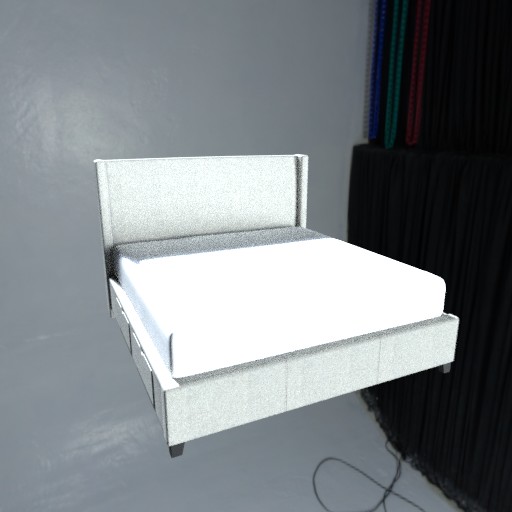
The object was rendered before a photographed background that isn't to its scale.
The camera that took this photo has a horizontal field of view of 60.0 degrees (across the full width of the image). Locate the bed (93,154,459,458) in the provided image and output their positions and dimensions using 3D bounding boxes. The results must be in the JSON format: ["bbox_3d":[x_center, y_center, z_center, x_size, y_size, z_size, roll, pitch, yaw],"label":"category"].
[{"bbox_3d":[0.000,0.000,3.613,2.140,1.470,2.280,-7,17,-24],"label":"bed"}]
